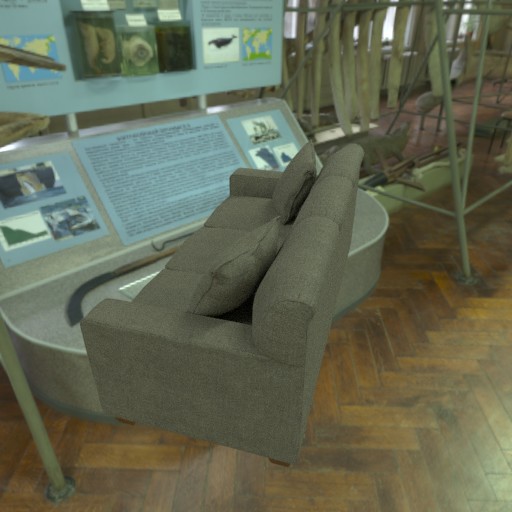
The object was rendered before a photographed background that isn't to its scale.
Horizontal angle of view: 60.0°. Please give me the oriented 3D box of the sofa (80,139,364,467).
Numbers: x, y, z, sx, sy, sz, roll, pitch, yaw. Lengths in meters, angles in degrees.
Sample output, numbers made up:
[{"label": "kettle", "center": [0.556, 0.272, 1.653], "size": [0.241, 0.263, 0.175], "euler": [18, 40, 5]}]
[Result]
[{"label": "sofa", "center": [0.000, 0.000, 2.608], "size": [0.997, 0.958, 2.024], "euler": [9, 31, 15]}]
